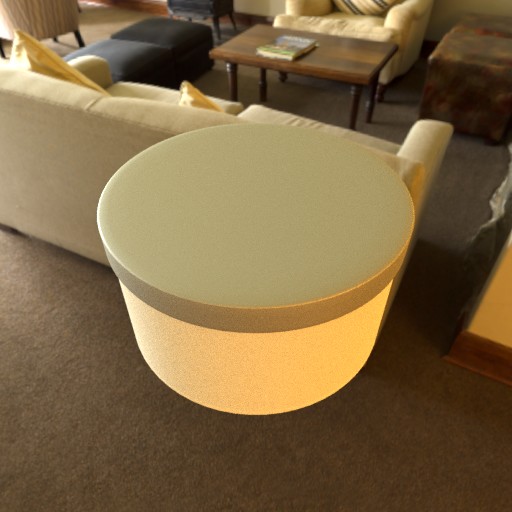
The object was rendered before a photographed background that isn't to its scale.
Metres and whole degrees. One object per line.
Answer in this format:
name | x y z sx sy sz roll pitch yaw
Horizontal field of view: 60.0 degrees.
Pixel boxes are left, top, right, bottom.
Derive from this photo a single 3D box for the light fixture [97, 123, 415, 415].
light fixture | 0.000 0.000 0.642 0.393 0.229 0.393 0 42 0
